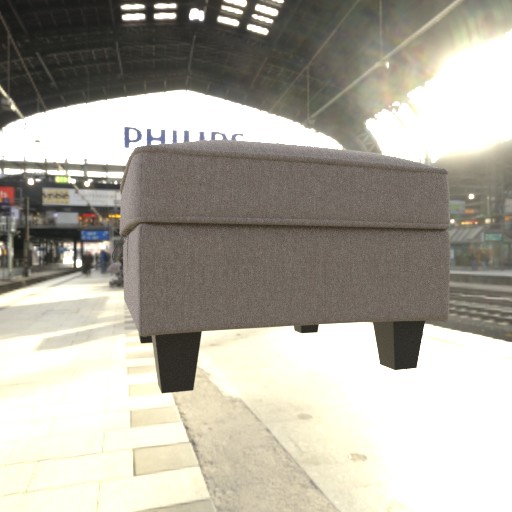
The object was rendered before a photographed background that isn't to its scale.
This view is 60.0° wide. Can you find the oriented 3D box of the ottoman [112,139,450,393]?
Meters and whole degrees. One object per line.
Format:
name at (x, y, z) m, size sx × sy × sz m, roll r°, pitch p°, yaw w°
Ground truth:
ottoman at (0.000, 0.000, 1.406) m, size 0.871 × 0.612 × 0.808 m, roll 0°, pitch 0°, yaw -19°
